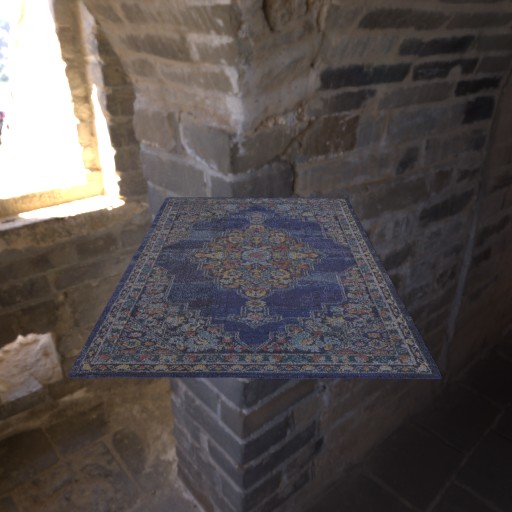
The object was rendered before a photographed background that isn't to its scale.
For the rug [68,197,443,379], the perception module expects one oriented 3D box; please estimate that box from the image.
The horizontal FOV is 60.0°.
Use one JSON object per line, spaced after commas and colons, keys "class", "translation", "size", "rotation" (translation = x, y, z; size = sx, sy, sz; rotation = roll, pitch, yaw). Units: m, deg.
{"class": "rug", "translation": [0.000, 0.000, 3.708], "size": [2.053, 0.011, 2.940], "rotation": [0, 27, 0]}
